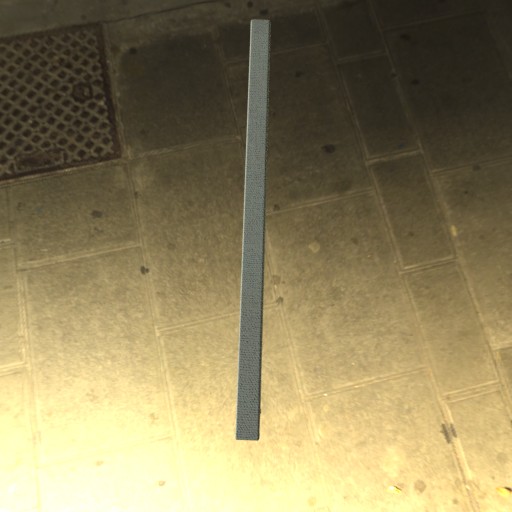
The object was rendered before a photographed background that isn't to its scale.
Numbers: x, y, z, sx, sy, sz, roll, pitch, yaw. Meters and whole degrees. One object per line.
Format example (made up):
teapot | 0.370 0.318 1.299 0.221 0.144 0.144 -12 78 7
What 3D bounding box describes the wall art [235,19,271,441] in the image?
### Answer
wall art | 0.000 0.000 0.906 0.034 0.605 0.605 2 77 0
